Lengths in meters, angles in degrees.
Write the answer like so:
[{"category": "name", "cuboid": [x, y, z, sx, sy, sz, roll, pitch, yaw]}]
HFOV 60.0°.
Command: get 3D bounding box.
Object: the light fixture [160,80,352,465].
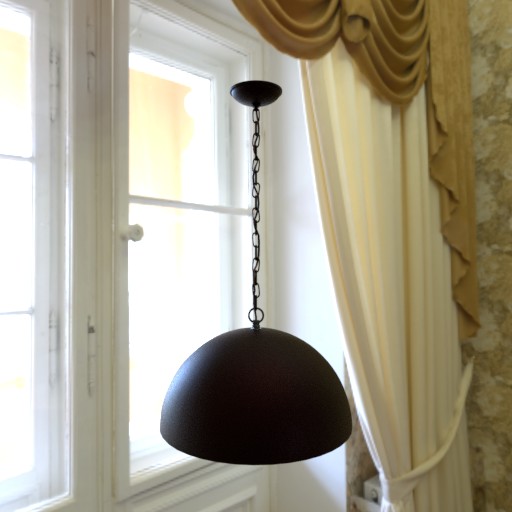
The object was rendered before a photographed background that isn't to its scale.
[{"category": "light fixture", "cuboid": [0.000, 0.000, 1.162, 0.492, 0.869, 0.492, 0, -1, 1]}]
